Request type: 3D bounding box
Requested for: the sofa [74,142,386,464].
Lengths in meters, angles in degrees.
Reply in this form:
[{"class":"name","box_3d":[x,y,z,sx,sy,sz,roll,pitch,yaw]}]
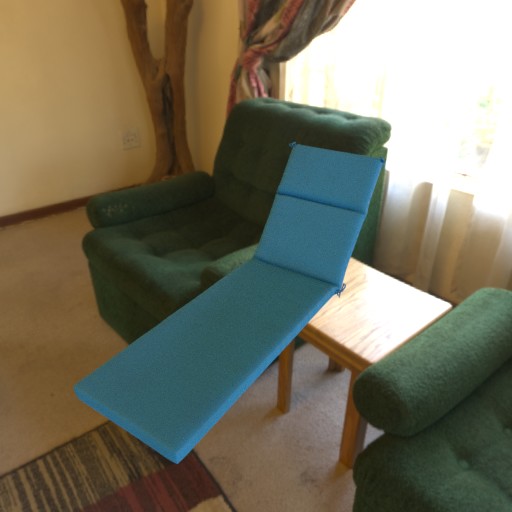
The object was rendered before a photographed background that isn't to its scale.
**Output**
[{"class":"sofa","box_3d":[0.000,0.000,1.980,0.582,0.622,1.663,18,34,29]}]
